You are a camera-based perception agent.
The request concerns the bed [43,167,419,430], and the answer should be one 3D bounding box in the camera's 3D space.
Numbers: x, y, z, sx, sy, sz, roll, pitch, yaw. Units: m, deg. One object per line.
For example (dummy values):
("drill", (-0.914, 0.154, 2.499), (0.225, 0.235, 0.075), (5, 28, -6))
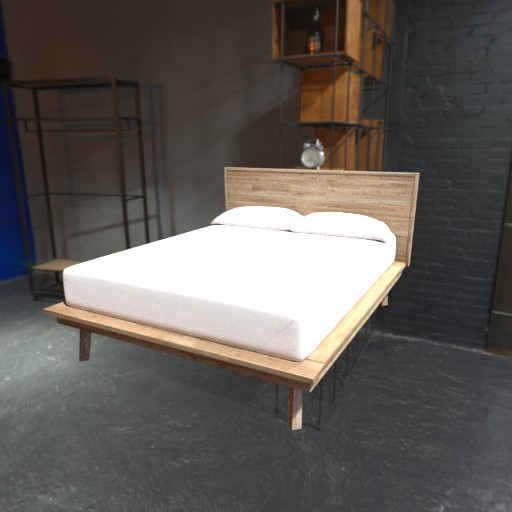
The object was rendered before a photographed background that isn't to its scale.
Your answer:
("bed", (0.000, 0.000, 3.089), (1.759, 1.071, 2.145), (8, 16, 27))
